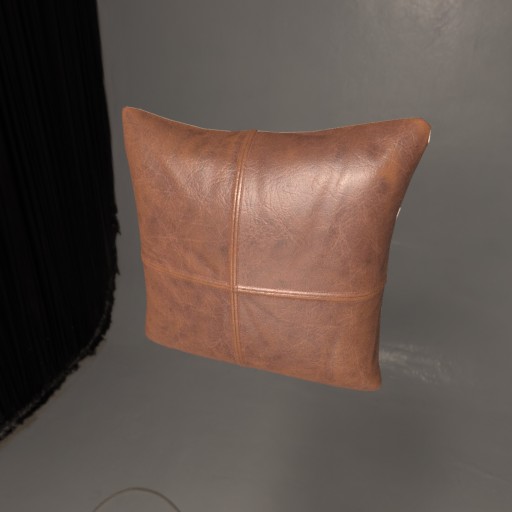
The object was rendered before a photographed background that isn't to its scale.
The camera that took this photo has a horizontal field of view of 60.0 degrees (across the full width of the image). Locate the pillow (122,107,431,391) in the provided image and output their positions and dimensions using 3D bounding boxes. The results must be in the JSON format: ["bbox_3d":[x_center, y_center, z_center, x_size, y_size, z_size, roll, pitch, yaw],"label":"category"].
[{"bbox_3d":[0.000,0.000,0.746,0.484,0.470,0.192,8,28,16],"label":"pillow"}]
